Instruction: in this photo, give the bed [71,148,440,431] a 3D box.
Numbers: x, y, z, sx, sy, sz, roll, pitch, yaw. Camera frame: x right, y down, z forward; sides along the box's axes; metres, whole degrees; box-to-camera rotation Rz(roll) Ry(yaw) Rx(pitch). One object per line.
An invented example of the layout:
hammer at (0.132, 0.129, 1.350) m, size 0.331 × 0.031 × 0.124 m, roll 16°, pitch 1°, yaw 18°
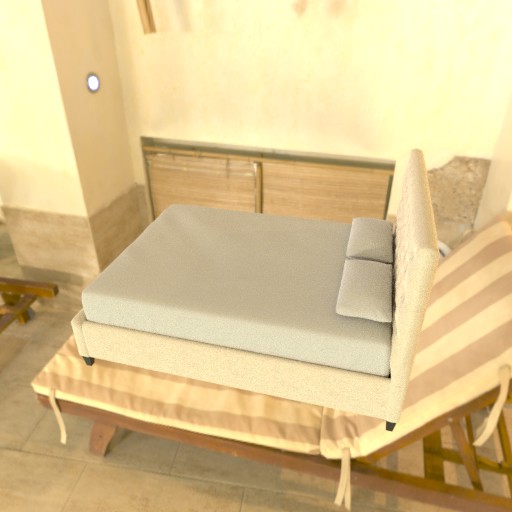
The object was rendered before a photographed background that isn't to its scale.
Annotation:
bed at (0.000, 0.000, 3.528) m, size 2.387 × 1.427 × 1.698 m, roll 8°, pitch 32°, yaw 13°
